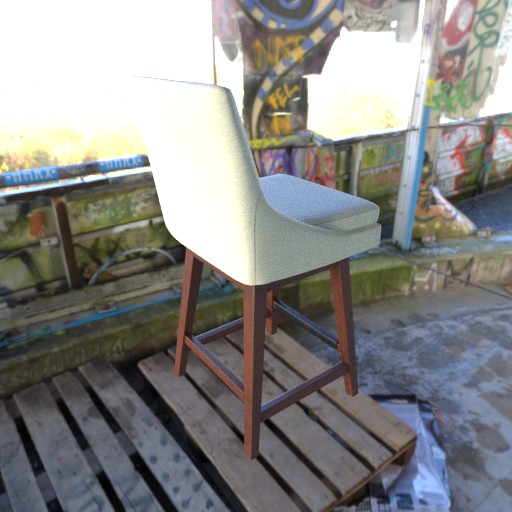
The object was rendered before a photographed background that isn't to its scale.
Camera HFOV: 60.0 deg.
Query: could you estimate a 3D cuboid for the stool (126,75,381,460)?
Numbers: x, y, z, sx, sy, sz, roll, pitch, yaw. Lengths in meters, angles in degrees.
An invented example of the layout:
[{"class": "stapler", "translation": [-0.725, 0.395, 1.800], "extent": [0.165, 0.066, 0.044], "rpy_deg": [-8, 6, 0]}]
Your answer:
[{"class": "stool", "translation": [0.000, 0.000, 1.306], "extent": [0.559, 0.991, 0.469], "rpy_deg": [-18, 31, -33]}]
